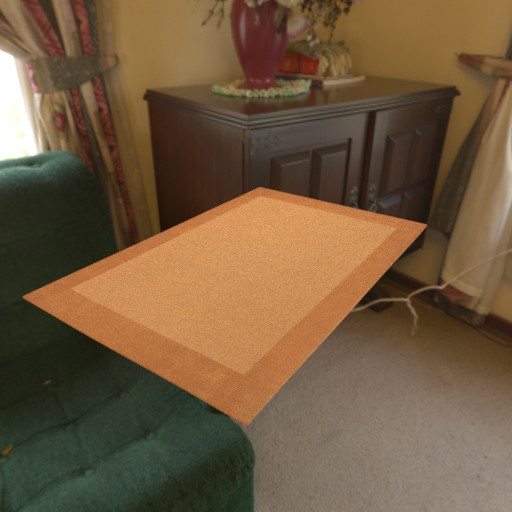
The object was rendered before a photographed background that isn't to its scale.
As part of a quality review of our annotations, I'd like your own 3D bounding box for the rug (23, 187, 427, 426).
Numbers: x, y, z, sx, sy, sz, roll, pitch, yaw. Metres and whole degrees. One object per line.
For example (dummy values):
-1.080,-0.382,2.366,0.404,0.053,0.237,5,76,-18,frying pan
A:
0.000,0.000,2.294,1.219,0.014,1.829,18,32,31,rug
